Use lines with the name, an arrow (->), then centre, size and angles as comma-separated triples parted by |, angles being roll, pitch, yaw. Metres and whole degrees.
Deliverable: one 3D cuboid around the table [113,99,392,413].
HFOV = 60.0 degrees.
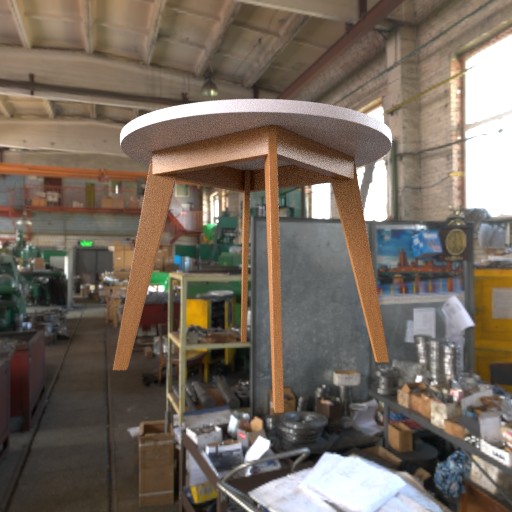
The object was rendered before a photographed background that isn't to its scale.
table -> 0.000, 0.000, 1.528 | 0.896, 0.762, 0.896 | 0, 0, 0
